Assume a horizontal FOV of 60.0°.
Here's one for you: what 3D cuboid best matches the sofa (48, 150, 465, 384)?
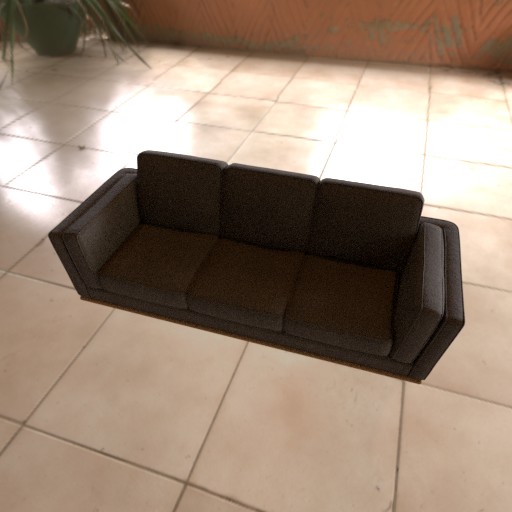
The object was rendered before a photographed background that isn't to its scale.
[{"bbox_3d":[0.000,0.000,2.831,2.362,0.899,0.903,11,42,13],"label":"sofa"}]
